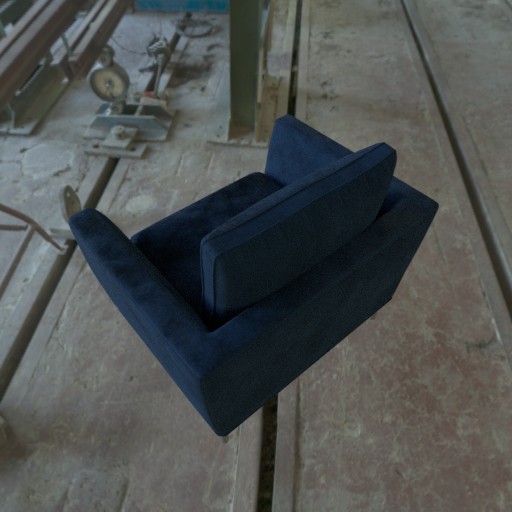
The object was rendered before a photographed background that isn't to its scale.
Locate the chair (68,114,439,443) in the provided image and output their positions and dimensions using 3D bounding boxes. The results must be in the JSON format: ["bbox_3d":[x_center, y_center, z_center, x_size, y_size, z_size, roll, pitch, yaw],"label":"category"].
[{"bbox_3d":[0.000,0.000,1.595,0.977,0.893,0.746,-32,56,-26],"label":"chair"}]
